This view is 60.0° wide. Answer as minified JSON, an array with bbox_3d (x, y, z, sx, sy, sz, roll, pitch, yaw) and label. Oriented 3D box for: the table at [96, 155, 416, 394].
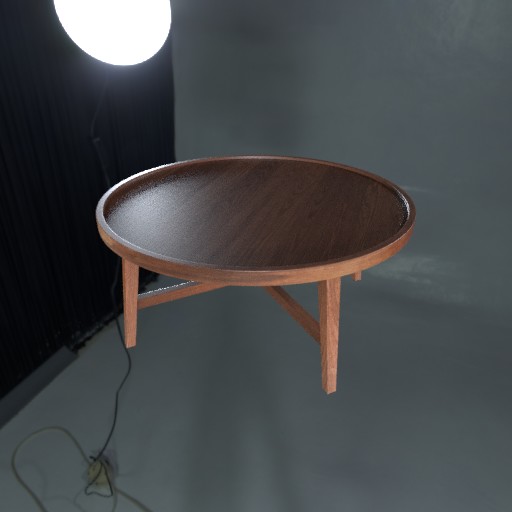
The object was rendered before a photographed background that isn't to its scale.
[{"bbox_3d":[0.000,0.000,1.245,0.800,0.360,0.800,0,28,0],"label":"table"}]
